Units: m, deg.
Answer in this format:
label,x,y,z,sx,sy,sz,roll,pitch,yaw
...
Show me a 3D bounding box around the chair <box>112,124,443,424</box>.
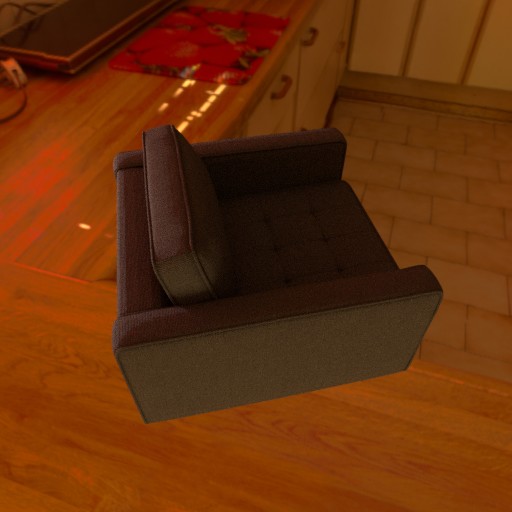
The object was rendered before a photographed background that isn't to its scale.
label,x,y,z,sx,sy,sz,roll,pitch,yaw
chair,0.000,0.000,1.588,0.919,0.770,0.899,-9,47,-8
